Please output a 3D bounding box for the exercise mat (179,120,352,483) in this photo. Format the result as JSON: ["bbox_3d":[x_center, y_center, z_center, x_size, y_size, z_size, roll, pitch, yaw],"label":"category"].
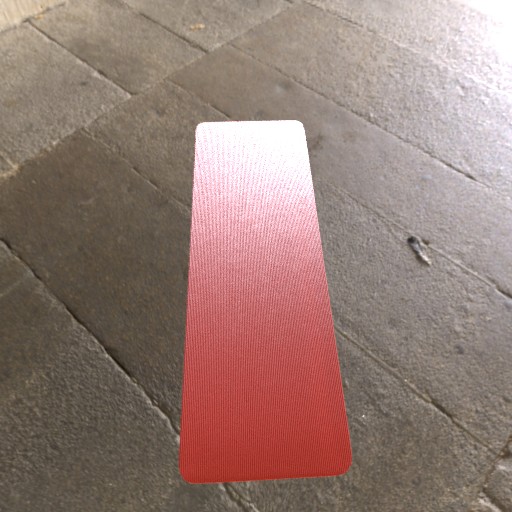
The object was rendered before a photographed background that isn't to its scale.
[{"bbox_3d":[0.000,0.000,2.054,0.616,0.021,1.869,-2,57,-1],"label":"exercise mat"}]
